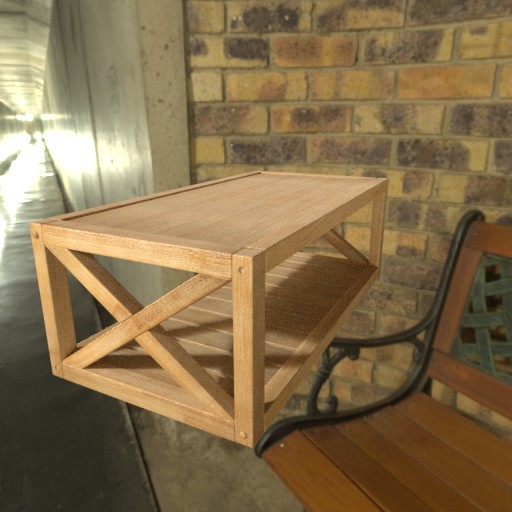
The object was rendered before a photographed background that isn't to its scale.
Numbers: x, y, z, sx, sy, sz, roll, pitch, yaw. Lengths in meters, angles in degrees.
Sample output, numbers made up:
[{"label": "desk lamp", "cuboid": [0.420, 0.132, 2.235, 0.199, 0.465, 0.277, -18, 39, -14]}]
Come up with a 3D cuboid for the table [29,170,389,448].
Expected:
[{"label": "table", "cuboid": [0.000, 0.000, 1.633, 0.660, 0.457, 1.321, 9, 20, 26]}]
